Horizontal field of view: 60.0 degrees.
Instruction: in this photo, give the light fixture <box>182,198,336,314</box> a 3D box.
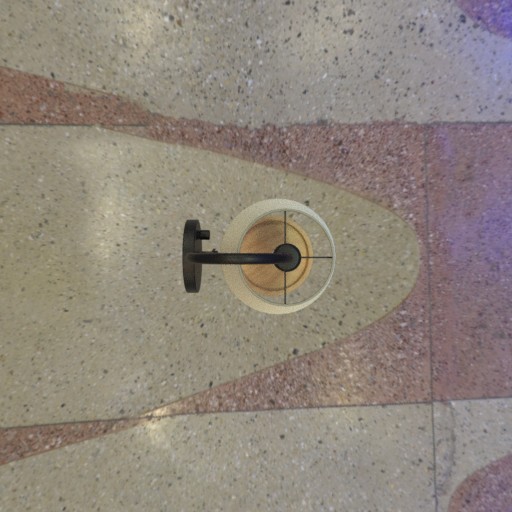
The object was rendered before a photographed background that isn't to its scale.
[{"bbox_3d":[0.000,0.000,0.944,0.299,0.821,0.220,0,90,-1],"label":"light fixture"}]
